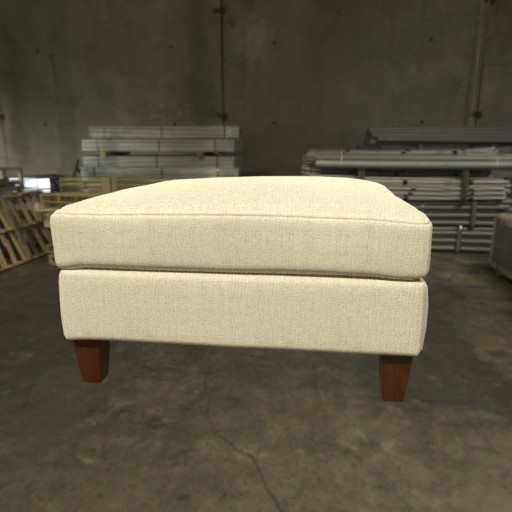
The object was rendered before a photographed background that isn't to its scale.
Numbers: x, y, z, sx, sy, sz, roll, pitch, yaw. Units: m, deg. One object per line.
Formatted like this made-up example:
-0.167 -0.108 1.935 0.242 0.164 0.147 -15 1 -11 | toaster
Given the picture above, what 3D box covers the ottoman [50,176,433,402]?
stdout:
0.000 0.000 1.354 0.838 0.478 0.838 2 14 7 | ottoman
